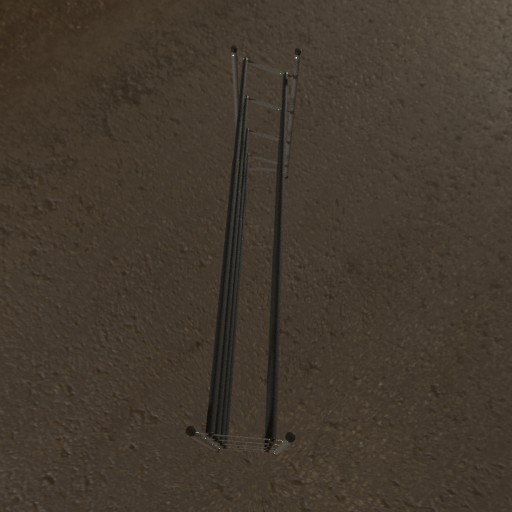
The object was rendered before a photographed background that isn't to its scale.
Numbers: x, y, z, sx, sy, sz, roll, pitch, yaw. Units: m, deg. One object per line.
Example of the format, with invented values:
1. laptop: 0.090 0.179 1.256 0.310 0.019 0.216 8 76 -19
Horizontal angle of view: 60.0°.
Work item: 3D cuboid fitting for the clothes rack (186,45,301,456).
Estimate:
1. clothes rack: 0.000 0.000 1.459 0.229 0.672 1.168 3 64 1
